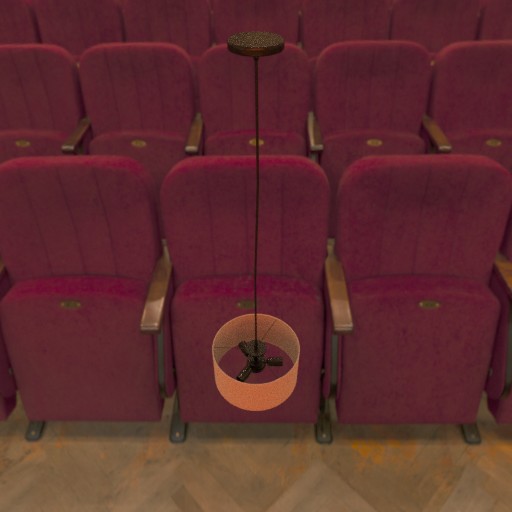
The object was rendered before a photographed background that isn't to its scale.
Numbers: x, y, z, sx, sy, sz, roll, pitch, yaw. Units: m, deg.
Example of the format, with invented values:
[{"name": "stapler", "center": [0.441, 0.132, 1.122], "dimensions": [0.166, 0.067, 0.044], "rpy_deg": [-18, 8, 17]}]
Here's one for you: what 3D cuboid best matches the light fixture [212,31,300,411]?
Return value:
[{"name": "light fixture", "center": [0.000, 0.000, 1.667], "dimensions": [0.399, 1.516, 0.399], "rpy_deg": [0, 41, 0]}]
